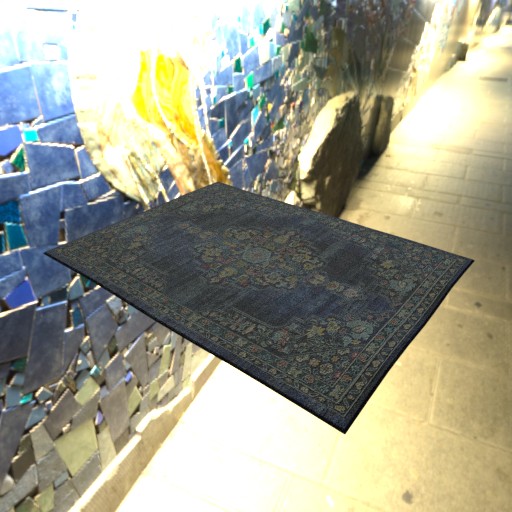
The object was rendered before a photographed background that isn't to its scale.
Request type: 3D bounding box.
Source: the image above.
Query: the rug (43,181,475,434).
[{"bbox_3d":[0.000,0.000,4.627,3.612,0.035,2.716,22,37,33],"label":"rug"}]
